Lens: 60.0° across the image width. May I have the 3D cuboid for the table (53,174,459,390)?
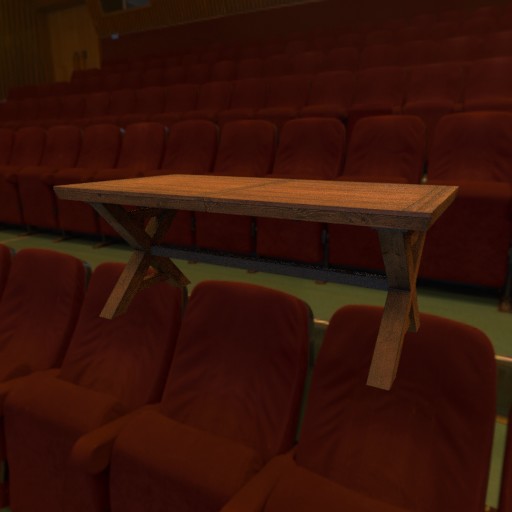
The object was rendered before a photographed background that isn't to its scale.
[{"bbox_3d":[0.000,0.000,2.544,1.966,0.793,1.071,8,16,28],"label":"table"}]
